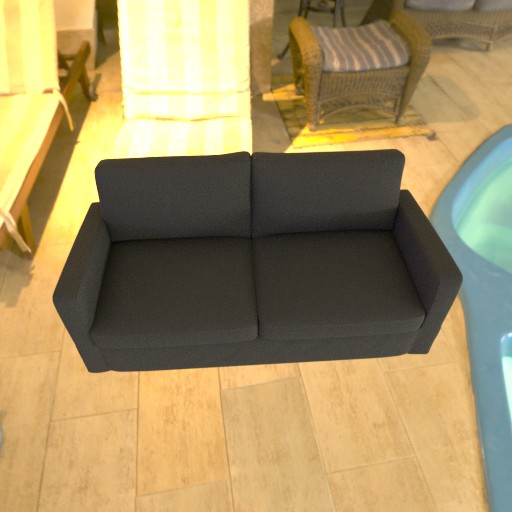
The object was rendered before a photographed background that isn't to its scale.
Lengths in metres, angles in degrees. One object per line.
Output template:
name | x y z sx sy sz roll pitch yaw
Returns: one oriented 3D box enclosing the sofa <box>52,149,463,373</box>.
sofa | 0.000 0.000 2.368 1.852 0.839 0.898 -3 48 -2
